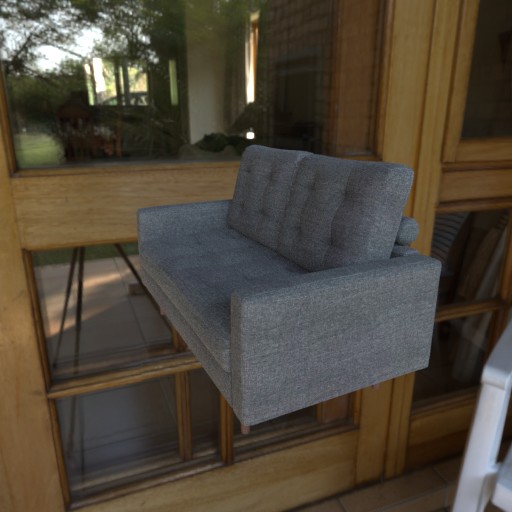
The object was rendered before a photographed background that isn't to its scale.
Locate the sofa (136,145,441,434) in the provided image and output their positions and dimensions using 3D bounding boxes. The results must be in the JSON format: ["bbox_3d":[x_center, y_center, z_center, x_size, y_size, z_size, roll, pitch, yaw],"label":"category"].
[{"bbox_3d":[0.000,0.000,2.026,0.842,0.907,1.407,-9,20,-25],"label":"sofa"}]
